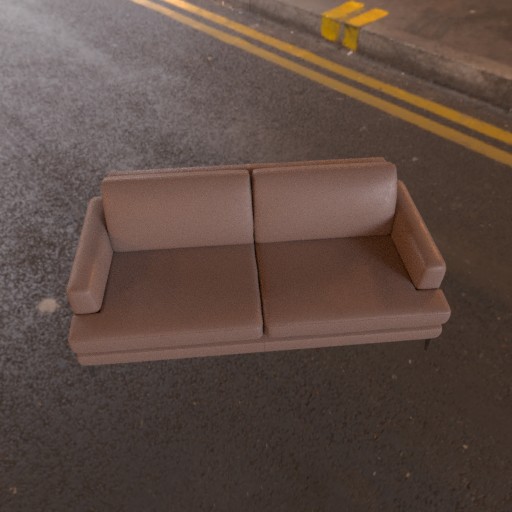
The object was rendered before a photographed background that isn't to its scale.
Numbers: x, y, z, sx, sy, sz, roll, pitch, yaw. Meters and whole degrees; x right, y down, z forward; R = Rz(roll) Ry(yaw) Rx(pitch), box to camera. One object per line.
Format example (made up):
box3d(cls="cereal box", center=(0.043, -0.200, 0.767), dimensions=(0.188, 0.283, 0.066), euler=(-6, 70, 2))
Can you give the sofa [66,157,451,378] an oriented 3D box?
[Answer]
box3d(cls="sofa", center=(0.000, 0.000, 2.513), dimensions=(1.940, 0.765, 0.974), euler=(-4, 47, -4))
